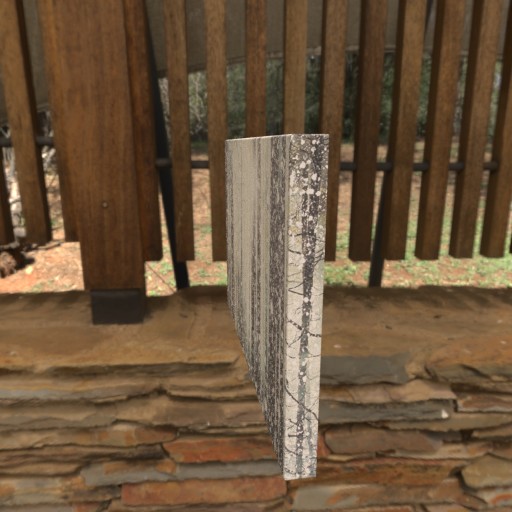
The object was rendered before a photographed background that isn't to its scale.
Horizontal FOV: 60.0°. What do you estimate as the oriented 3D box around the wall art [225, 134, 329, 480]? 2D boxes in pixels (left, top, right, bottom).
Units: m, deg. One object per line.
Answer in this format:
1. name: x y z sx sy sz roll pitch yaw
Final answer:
1. wall art: 0.000 0.000 0.777 0.042 0.398 0.618 -2 14 -9
